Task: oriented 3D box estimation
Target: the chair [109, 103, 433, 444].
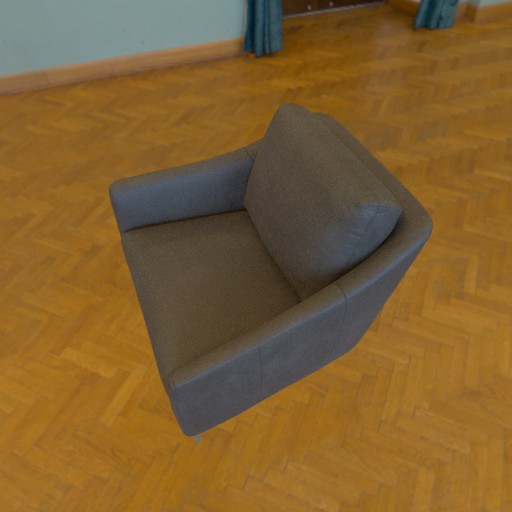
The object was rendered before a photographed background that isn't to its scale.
[{"bbox_3d":[0.000,0.000,1.751,0.961,0.901,0.988,-17,50,-15],"label":"chair"}]
